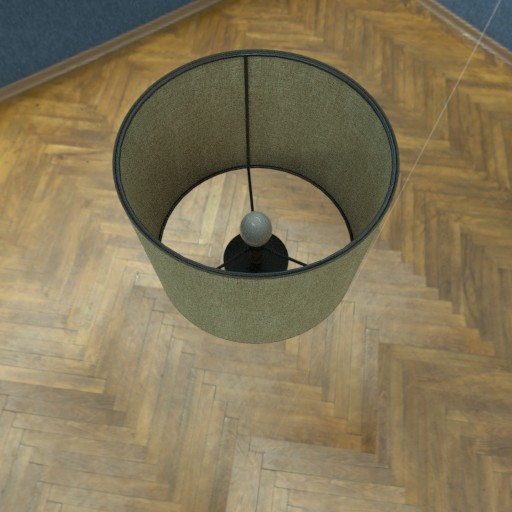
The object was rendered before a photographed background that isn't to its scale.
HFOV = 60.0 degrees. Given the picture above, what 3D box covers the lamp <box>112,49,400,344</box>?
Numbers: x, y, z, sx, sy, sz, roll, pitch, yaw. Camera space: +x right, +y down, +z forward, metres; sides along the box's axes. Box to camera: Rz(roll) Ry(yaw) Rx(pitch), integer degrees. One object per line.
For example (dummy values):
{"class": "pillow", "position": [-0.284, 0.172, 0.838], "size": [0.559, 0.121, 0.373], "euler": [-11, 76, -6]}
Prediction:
{"class": "lamp", "position": [0.000, 0.000, 0.471], "size": [0.202, 0.350, 0.202], "euler": [0, 64, 0]}
